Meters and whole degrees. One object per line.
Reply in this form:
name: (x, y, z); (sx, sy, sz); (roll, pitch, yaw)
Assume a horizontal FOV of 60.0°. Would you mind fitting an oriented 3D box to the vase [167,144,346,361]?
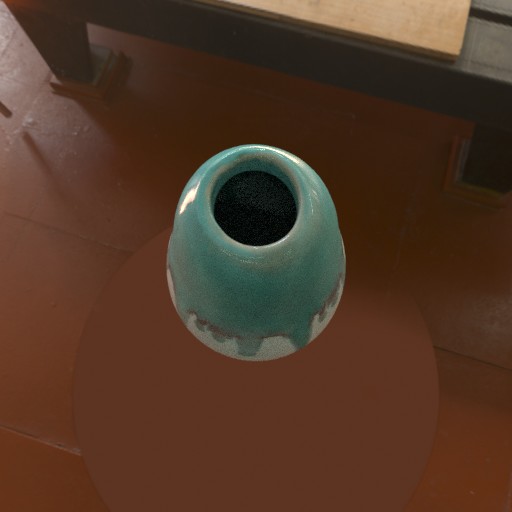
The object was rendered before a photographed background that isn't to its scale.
vase: (0.000, 0.000, 0.257); (0.116, 0.179, 0.116); (0, 75, 0)
